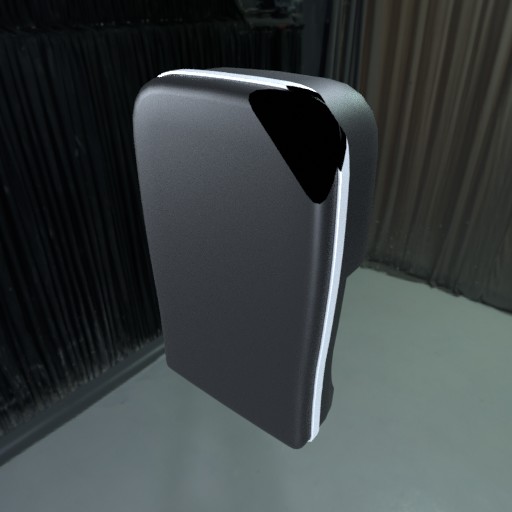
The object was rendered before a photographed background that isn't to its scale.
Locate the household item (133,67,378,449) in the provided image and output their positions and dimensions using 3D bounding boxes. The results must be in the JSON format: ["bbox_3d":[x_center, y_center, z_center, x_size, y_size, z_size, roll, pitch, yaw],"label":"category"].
[{"bbox_3d":[0.000,0.000,0.147,0.070,0.114,0.038,22,37,32],"label":"household item"}]
